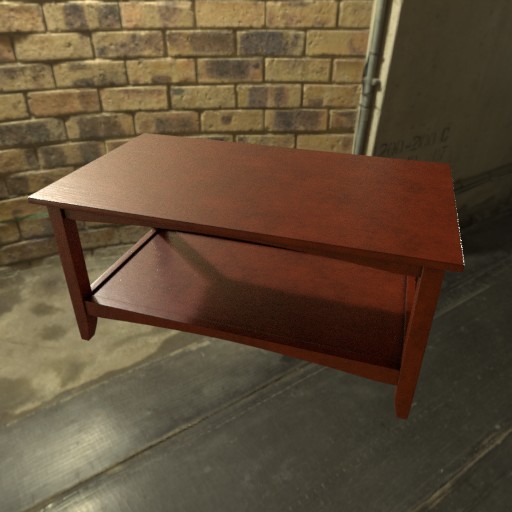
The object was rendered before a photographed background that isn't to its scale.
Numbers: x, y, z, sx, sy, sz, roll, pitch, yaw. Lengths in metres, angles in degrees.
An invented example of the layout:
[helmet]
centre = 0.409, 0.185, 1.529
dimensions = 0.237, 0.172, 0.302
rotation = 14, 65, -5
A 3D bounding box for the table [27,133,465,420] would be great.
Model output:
[table]
centre = 0.000, 0.000, 1.235
dimensions = 0.943, 0.456, 0.533
rotation = 10, 33, 15
